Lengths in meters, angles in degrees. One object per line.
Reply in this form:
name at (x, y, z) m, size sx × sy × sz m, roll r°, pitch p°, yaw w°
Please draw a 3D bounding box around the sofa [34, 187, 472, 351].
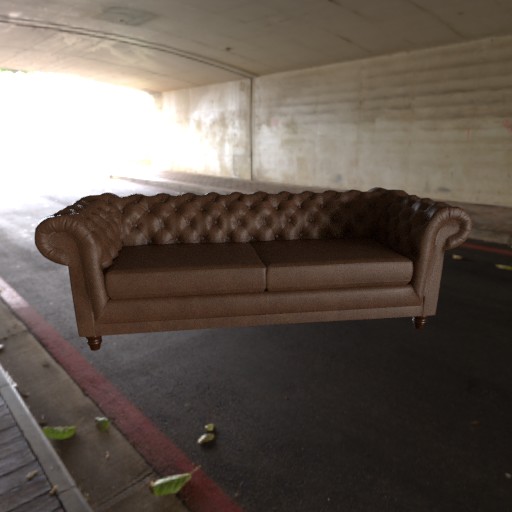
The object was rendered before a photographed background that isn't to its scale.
sofa at (0.000, 0.000, 2.866) m, size 2.385 × 0.783 × 0.944 m, roll -2°, pitch 15°, yaw -8°
